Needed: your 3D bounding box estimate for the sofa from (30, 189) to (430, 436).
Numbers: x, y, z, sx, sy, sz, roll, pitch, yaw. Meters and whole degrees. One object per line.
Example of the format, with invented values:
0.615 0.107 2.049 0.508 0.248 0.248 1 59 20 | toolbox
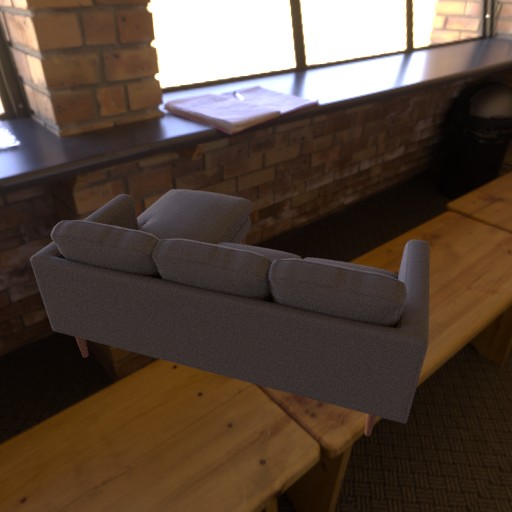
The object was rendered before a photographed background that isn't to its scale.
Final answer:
0.000 0.000 2.845 2.031 0.897 1.591 10 34 16 | sofa
